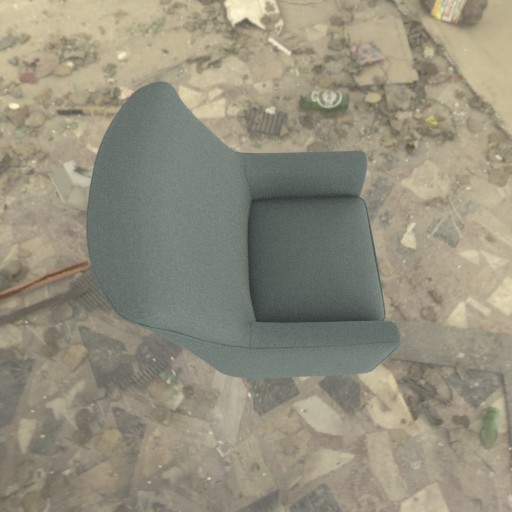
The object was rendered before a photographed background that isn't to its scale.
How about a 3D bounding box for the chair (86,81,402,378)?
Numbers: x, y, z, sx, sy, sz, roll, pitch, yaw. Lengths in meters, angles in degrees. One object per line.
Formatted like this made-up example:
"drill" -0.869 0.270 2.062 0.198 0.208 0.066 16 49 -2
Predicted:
"chair" 0.000 0.000 1.565 0.879 0.916 0.756 -2 63 -1
